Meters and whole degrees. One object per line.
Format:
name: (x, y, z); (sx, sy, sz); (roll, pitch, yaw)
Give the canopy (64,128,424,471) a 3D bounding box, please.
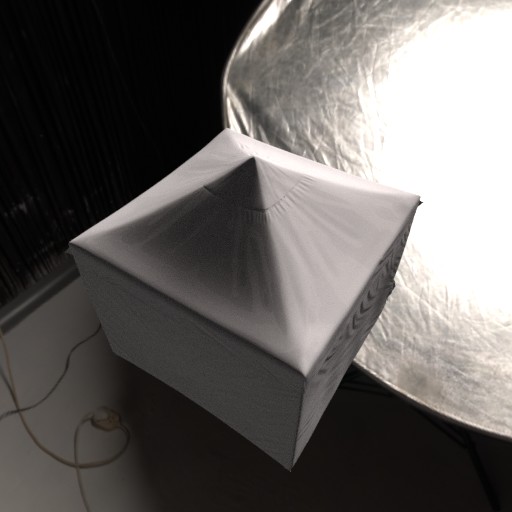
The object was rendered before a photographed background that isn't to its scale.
canopy: (0.000, 0.000, 5.574); (3.043, 2.997, 3.121); (25, 51, 23)
